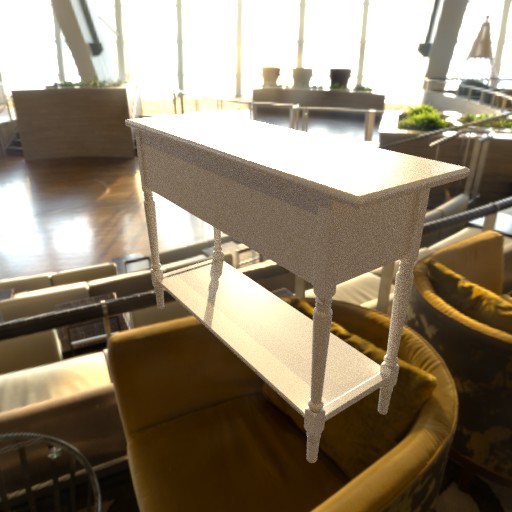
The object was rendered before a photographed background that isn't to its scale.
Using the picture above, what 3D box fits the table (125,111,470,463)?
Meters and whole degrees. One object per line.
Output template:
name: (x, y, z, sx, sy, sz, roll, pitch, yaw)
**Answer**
table: (0.000, 0.000, 1.550, 0.386, 0.814, 1.191, -18, 31, -32)
